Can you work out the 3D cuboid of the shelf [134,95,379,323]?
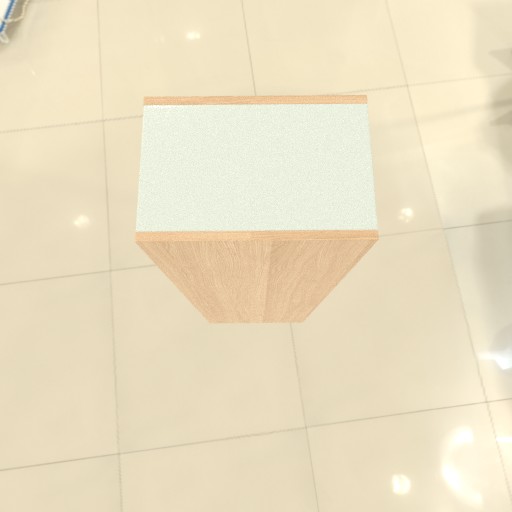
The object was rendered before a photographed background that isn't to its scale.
[{"bbox_3d":[0.000,0.000,0.976,0.290,0.882,0.197,0,75,0],"label":"shelf"}]
